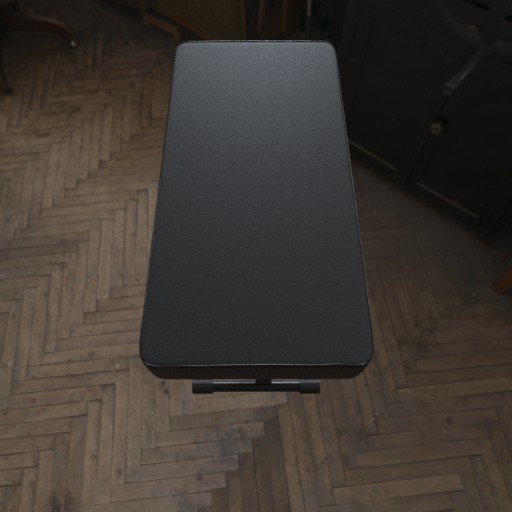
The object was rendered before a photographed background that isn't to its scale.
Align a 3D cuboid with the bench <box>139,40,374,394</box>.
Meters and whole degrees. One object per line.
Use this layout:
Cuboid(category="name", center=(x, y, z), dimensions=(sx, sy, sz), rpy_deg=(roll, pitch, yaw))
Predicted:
Cuboid(category="bench", center=(0.000, 0.000, 0.922), dimensions=(0.300, 0.561, 0.600), rpy_deg=(0, 62, 0))
